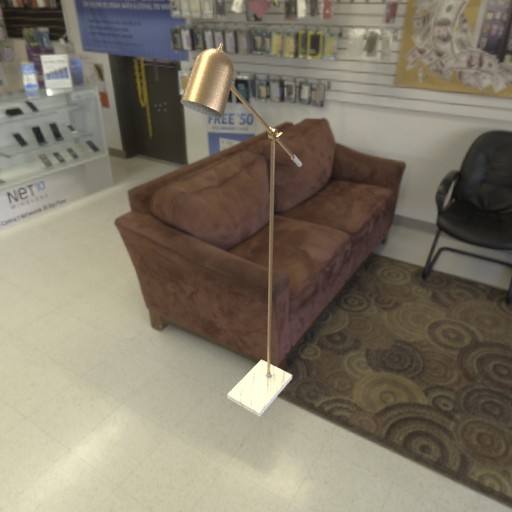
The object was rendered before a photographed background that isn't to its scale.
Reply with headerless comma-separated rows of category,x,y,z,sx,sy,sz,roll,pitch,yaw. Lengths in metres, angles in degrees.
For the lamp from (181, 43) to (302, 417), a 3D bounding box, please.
lamp,0.000,0.000,1.804,0.194,1.594,0.653,20,36,30
